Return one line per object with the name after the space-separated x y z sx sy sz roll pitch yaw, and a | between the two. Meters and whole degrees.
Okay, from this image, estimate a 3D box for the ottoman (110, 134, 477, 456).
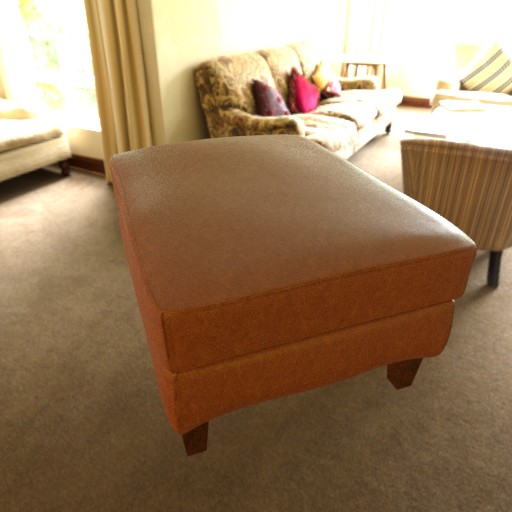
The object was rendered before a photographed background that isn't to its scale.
0.000 0.000 1.194 0.650 0.485 0.851 -11 32 -18 | ottoman
